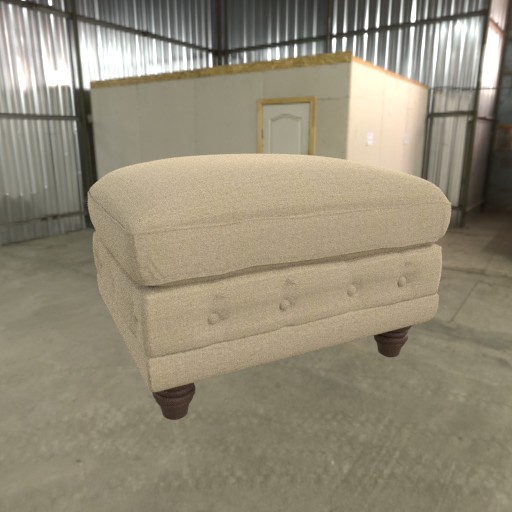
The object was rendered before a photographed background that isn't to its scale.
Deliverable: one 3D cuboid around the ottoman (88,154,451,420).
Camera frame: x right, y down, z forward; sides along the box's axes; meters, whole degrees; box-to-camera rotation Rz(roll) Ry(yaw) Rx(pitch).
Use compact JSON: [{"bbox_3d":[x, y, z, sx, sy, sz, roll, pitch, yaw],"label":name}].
[{"bbox_3d":[0.000,0.000,1.042,0.684,0.463,0.541,-8,17,-26],"label":"ottoman"}]
